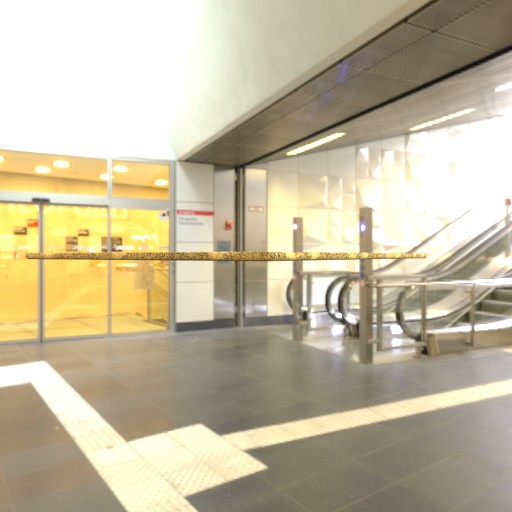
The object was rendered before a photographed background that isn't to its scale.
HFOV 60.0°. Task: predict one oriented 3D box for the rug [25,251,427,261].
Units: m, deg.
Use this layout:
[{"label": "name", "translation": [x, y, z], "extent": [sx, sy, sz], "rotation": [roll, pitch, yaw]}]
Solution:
[{"label": "rug", "translation": [0.000, 0.000, 2.126], "extent": [1.200, 0.025, 1.600], "rotation": [0, 0, 35]}]
